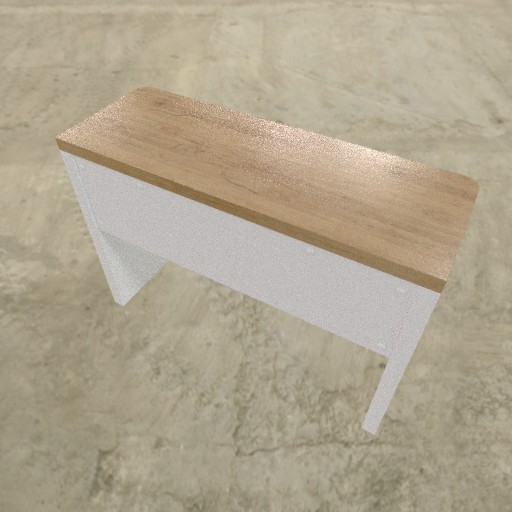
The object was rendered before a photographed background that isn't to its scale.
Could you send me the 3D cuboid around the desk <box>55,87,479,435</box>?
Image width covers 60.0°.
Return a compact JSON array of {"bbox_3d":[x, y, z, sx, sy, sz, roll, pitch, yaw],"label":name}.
[{"bbox_3d":[0.000,0.000,1.468,1.100,0.760,0.390,22,50,20],"label":"desk"}]
